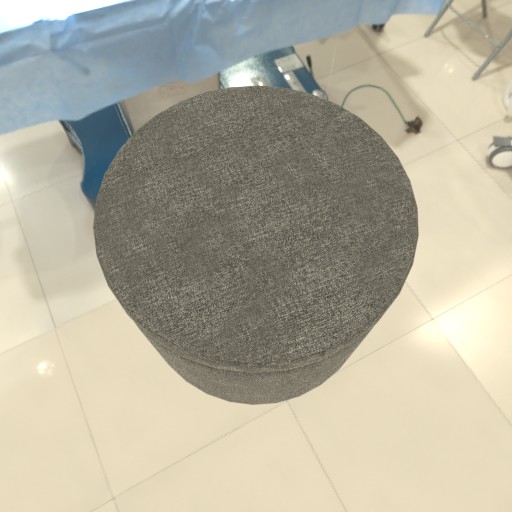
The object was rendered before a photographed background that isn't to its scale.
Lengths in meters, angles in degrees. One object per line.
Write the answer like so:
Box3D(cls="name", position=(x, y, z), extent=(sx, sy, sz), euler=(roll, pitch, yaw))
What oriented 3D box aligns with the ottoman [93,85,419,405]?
Box3D(cls="ottoman", position=(0.000, 0.000, 0.849), extent=(0.500, 0.419, 0.500), euler=(0, 64, 0))
